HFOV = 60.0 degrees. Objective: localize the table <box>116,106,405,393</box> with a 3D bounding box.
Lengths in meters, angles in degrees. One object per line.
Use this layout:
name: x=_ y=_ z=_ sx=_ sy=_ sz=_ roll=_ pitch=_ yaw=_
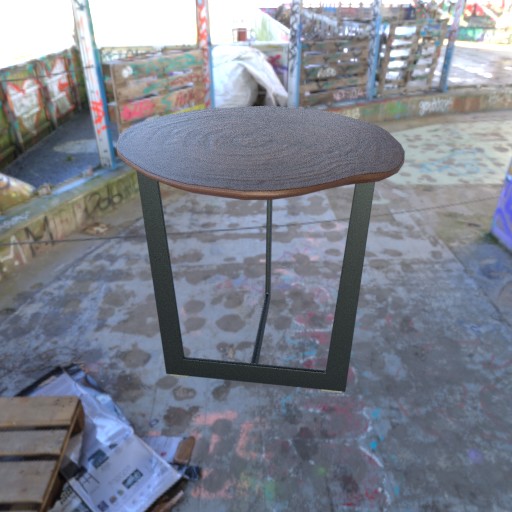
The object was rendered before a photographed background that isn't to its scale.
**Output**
table: x=0.000 y=0.000 z=0.884 sx=0.477 sy=0.476 sz=0.494 roll=-1 pitch=30 yaw=-2
